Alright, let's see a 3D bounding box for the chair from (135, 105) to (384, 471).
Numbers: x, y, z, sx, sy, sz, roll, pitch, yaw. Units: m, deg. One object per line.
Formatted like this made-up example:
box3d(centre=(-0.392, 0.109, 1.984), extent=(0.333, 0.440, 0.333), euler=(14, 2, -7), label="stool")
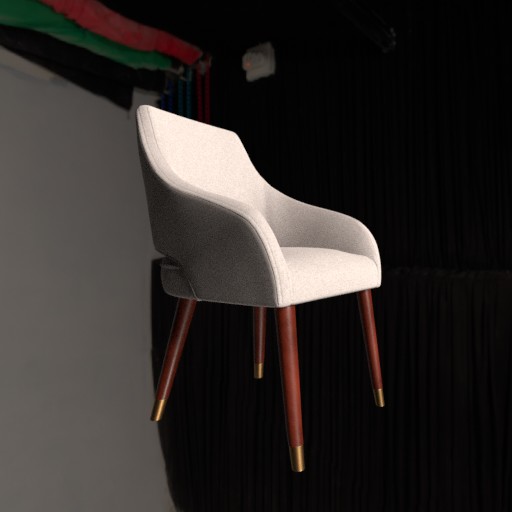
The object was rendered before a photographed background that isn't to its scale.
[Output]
box3d(centre=(0.000, 0.000, 1.295), extent=(0.600, 0.889, 0.609), euler=(1, 2, 37), label="chair")
